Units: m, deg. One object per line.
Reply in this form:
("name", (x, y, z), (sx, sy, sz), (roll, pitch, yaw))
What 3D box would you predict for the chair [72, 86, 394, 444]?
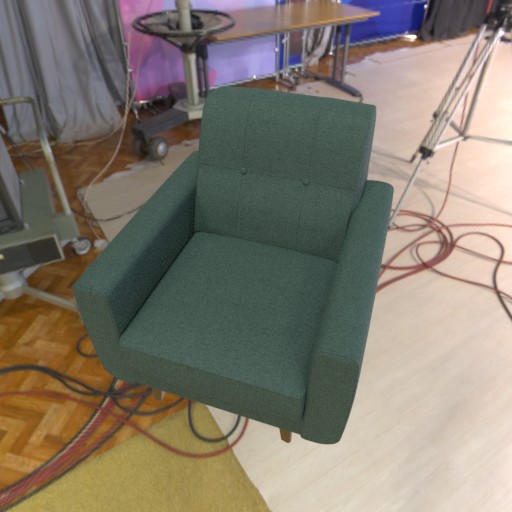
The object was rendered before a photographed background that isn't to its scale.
("chair", (0.000, 0.000, 1.534), (0.831, 0.841, 0.909), (13, 43, 14))
